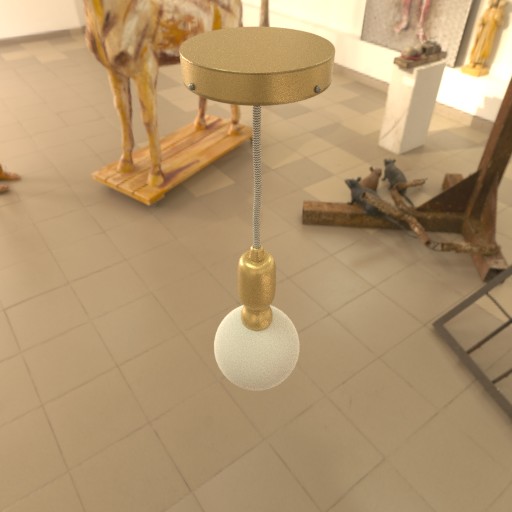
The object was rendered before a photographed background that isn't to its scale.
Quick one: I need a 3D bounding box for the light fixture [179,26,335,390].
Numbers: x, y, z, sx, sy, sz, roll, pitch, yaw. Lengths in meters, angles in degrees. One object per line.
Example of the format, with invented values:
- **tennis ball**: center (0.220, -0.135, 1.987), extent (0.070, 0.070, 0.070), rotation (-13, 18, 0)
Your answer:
- **light fixture**: center (0.000, 0.000, 0.575), extent (0.146, 0.510, 0.147), rotation (-26, 47, -27)
